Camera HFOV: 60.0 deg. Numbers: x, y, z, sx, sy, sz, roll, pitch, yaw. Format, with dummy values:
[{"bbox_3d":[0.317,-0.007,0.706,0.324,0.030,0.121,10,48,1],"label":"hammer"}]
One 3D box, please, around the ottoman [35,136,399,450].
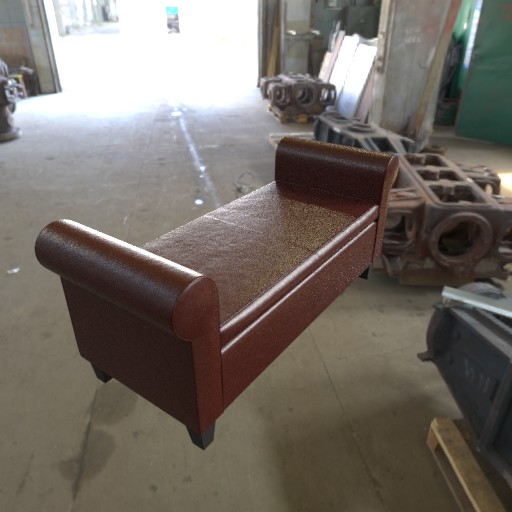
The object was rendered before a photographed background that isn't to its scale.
[{"bbox_3d":[0.000,0.000,1.560,0.521,0.547,1.256,19,34,31],"label":"ottoman"}]
